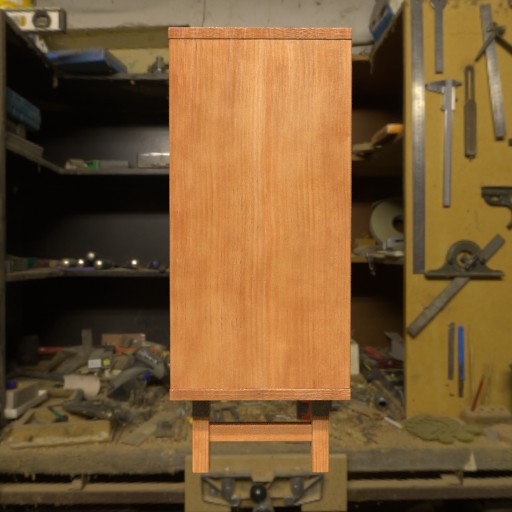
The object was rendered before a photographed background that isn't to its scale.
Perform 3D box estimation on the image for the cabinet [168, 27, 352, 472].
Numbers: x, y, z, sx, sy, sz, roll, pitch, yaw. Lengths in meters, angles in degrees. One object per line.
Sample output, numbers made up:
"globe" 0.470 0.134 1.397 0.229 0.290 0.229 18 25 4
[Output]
"cabinet" 0.000 0.000 1.365 0.419 1.001 0.800 0 1 0
